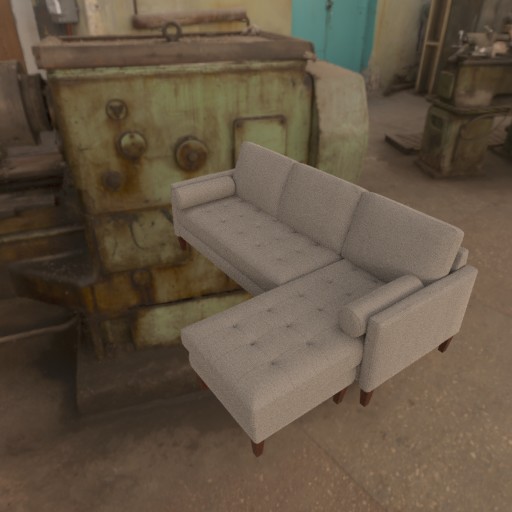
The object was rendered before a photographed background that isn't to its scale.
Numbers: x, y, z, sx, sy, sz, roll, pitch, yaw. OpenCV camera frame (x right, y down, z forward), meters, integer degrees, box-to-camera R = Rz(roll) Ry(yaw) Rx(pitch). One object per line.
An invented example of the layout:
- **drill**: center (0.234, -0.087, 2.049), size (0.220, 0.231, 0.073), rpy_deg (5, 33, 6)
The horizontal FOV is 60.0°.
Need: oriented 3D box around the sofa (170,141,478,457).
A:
- **sofa**: center (0.000, 0.000, 2.926), size (1.506, 0.875, 2.178), rpy_deg (-21, 37, -30)
